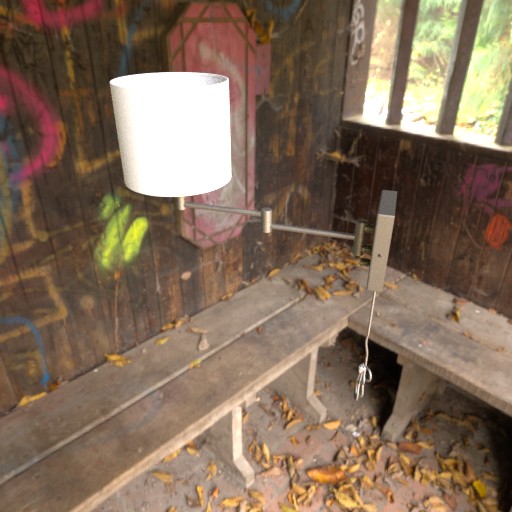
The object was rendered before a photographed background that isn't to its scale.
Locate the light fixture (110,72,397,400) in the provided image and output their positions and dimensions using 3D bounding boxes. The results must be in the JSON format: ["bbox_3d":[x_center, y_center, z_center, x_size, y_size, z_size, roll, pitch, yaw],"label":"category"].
[{"bbox_3d":[0.000,0.000,0.890,0.516,0.651,0.203,9,30,15],"label":"light fixture"}]
